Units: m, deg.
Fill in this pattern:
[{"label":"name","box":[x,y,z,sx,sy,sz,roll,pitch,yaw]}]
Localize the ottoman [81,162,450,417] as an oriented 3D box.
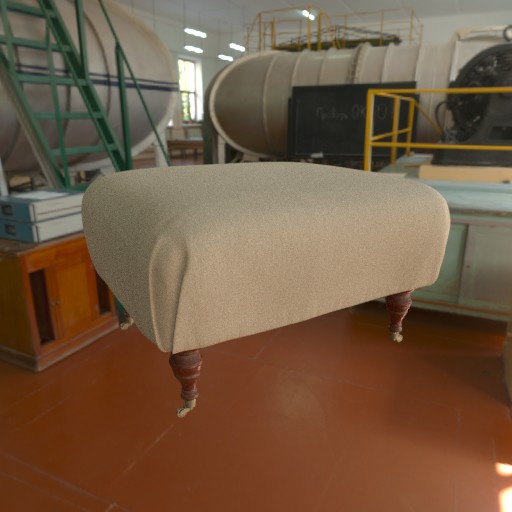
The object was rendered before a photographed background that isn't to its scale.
[{"label":"ottoman","box":[0.000,0.000,1.127,0.746,0.450,0.639,-10,20,-29]}]
